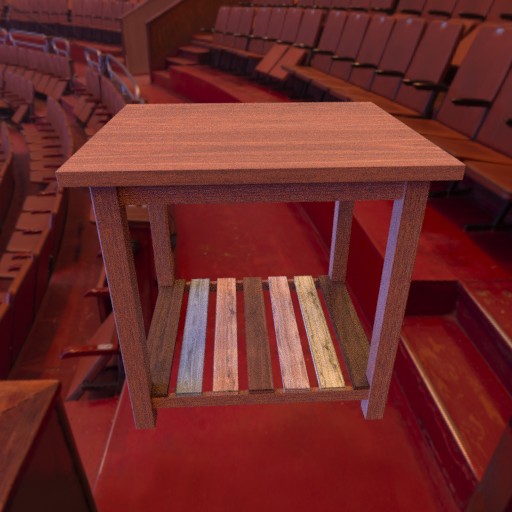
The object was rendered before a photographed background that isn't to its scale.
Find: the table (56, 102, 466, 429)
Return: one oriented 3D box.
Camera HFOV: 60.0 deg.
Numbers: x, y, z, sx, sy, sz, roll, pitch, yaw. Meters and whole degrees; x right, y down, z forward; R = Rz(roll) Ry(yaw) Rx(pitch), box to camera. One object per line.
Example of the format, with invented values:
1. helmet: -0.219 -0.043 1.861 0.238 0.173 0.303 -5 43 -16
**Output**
1. table: 0.000 0.000 1.110 0.660 0.635 0.559 -1 29 -3
